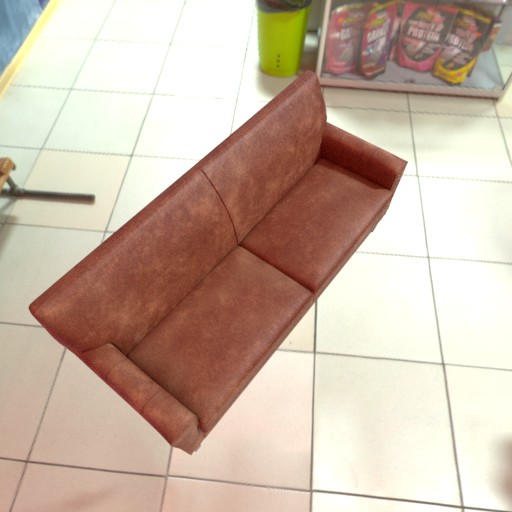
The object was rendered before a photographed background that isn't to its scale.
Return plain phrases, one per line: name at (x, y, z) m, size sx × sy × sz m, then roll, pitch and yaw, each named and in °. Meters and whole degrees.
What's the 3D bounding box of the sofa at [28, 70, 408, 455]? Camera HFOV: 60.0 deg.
sofa at (0.000, 0.000, 2.507) m, size 0.805 × 0.947 × 2.053 m, roll 34°, pitch 64°, yaw 19°
